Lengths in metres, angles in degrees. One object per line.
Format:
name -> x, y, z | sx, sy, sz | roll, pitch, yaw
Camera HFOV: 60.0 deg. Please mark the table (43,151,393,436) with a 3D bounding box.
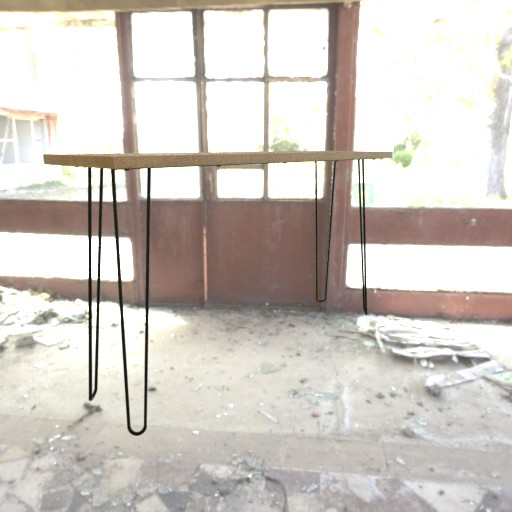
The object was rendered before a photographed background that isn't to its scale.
table -> 0.000, 0.000, 1.757 | 0.399, 0.799, 1.400 | 13, 19, 42
